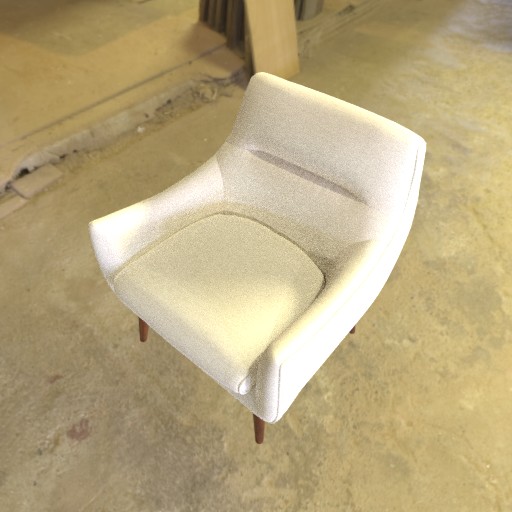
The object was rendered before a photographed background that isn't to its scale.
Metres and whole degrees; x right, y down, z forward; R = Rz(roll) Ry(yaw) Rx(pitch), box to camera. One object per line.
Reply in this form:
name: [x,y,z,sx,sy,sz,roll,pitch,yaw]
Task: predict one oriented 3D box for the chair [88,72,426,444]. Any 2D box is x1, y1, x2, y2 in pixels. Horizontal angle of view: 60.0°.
chair: [0.000,0.000,1.450,0.762,0.838,0.787,32,54,27]
